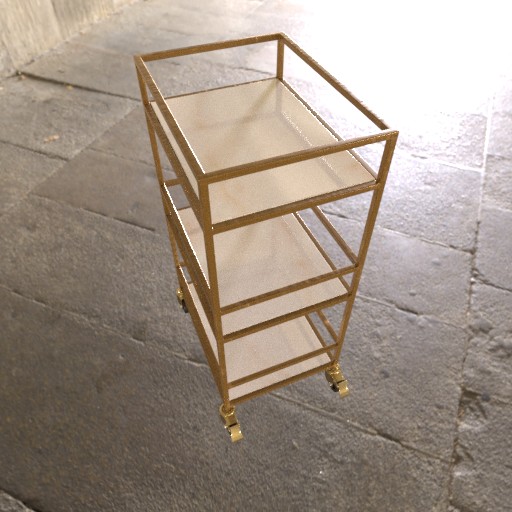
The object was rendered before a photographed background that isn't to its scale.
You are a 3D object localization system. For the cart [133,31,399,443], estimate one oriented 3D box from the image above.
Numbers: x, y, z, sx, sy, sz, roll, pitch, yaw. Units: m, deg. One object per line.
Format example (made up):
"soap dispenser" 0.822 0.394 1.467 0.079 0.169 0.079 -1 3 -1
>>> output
"cart" 0.000 0.000 0.994 0.332 0.761 0.483 -17 49 -15
